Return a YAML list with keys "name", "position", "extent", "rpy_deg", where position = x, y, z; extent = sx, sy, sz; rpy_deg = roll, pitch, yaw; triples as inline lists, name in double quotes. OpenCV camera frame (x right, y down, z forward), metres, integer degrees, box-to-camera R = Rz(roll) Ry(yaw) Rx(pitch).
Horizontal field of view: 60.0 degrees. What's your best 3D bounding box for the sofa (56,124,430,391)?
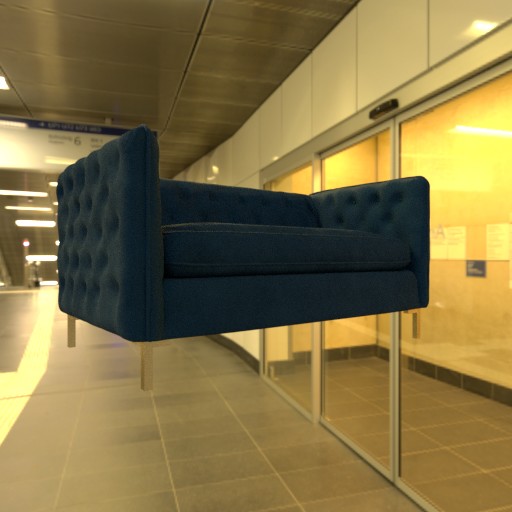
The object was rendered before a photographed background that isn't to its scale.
- name: "sofa"
  position: [0.000, 0.000, 2.090]
  extent: [1.583, 0.810, 0.909]
  rpy_deg: [0, 0, -37]
